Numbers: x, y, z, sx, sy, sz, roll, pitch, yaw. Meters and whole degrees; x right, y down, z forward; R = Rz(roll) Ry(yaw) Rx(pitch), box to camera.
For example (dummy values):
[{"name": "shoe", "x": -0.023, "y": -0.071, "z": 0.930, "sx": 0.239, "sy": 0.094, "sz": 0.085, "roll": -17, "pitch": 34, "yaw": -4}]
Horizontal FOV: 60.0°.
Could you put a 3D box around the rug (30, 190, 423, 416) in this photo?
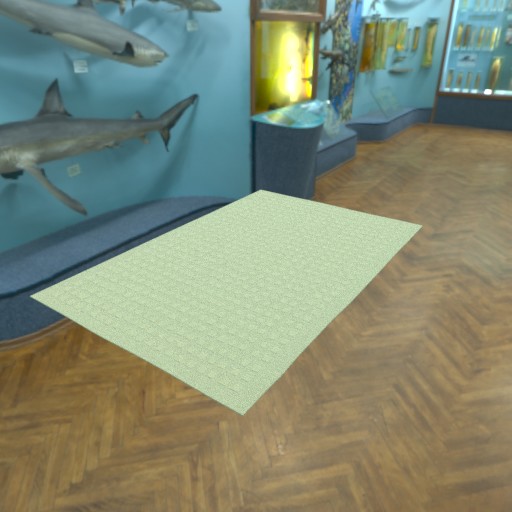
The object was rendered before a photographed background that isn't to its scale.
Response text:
[{"name": "rug", "x": 0.000, "y": 0.000, "z": 2.239, "sx": 1.143, "sy": 0.006, "sz": 1.747, "roll": 18, "pitch": 32, "yaw": 31}]
